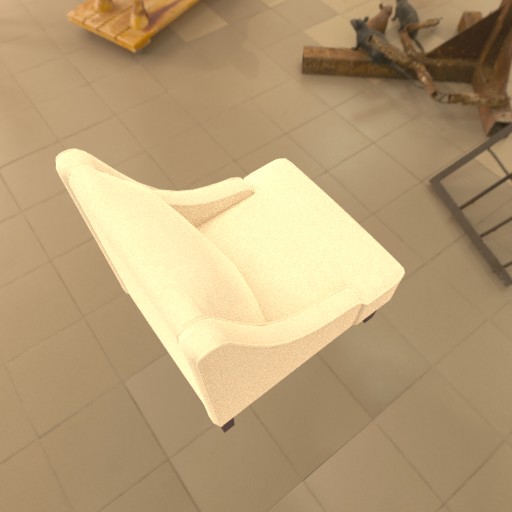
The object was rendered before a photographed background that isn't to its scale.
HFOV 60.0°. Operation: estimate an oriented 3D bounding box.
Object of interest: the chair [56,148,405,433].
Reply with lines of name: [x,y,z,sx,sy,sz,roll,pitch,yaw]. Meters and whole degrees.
chair: [0.000,0.000,1.479,0.806,0.886,0.689,-33,64,-18]
